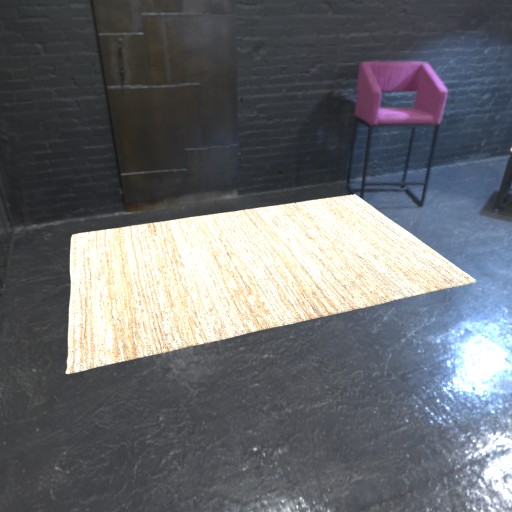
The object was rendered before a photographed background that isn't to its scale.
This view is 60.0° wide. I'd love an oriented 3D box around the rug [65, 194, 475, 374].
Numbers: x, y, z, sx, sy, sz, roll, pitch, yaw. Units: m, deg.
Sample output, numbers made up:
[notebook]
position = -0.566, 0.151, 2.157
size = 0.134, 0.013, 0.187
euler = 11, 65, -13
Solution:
[rug]
position = 0.000, 0.000, 3.076
size = 2.446, 0.009, 1.529
euler = -10, 32, -16
